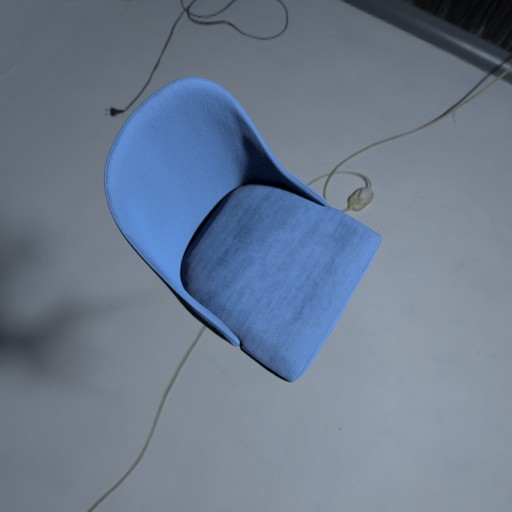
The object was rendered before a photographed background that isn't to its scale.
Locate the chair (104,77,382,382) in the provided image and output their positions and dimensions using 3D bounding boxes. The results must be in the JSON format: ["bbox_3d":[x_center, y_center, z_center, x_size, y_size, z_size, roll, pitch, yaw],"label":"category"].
[{"bbox_3d":[0.000,0.000,1.216,0.559,0.896,0.478,32,78,8],"label":"chair"}]
